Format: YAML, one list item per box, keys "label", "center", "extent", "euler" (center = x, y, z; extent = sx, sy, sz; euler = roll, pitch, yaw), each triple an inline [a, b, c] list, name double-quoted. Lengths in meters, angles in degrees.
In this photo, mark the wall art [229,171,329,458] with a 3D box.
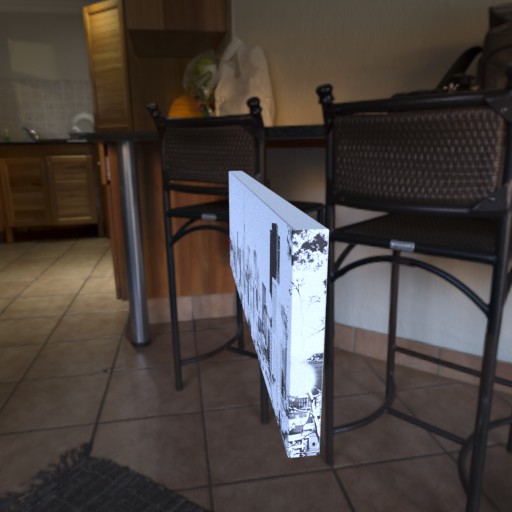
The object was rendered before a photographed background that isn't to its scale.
- label: "wall art"
  center: [0.000, 0.000, 0.824]
  extent: [0.036, 0.256, 0.766]
  euler: [-2, 15, -8]
